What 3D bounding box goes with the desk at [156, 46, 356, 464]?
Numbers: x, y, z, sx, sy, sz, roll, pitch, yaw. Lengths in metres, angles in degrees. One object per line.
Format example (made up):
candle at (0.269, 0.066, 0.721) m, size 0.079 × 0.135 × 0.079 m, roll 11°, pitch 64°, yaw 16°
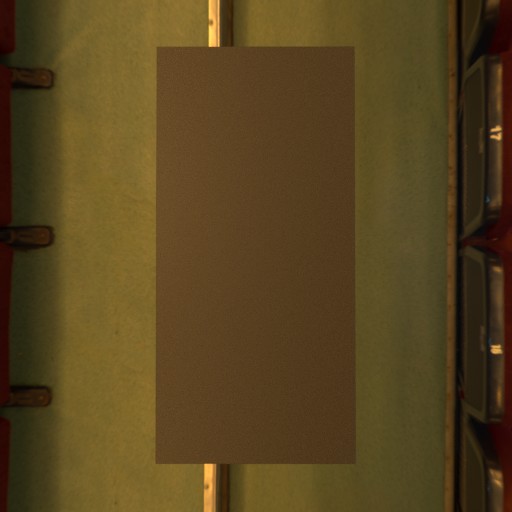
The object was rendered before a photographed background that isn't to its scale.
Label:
desk at (0.000, 0.000, 1.512) m, size 0.504 × 0.780 × 1.057 m, roll 0°, pitch 89°, yaw 0°
